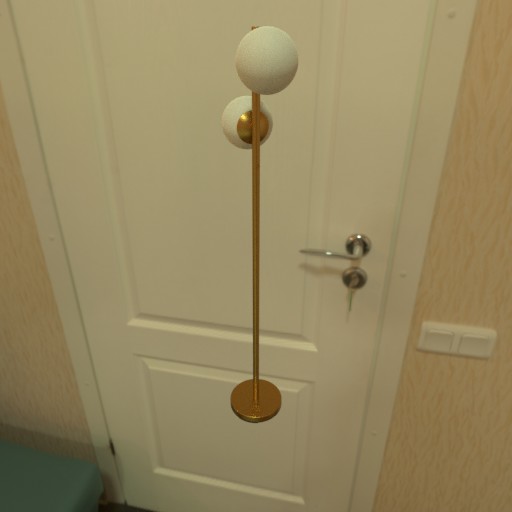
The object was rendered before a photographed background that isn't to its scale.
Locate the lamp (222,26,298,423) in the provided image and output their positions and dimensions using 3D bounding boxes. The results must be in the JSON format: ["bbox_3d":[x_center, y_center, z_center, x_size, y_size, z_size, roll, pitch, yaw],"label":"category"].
[{"bbox_3d":[0.000,0.000,1.778,0.249,1.641,0.419,-8,30,-15],"label":"lamp"}]
